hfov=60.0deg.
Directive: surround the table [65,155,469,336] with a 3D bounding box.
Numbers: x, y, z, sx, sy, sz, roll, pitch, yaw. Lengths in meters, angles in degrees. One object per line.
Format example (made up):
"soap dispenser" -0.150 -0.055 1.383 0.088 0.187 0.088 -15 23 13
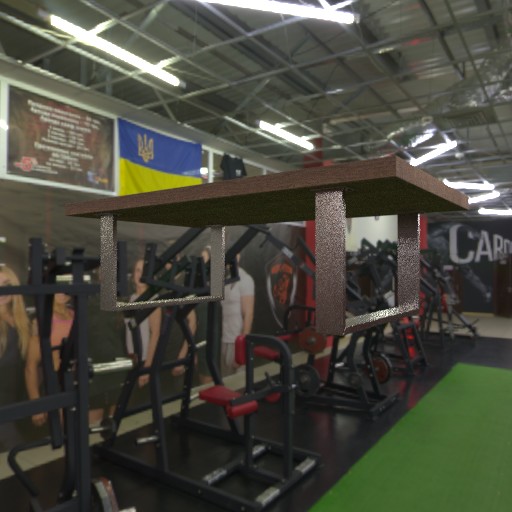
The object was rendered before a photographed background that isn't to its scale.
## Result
"table" 0.000 0.000 1.758 1.400 0.440 0.800 -1 -1 37
